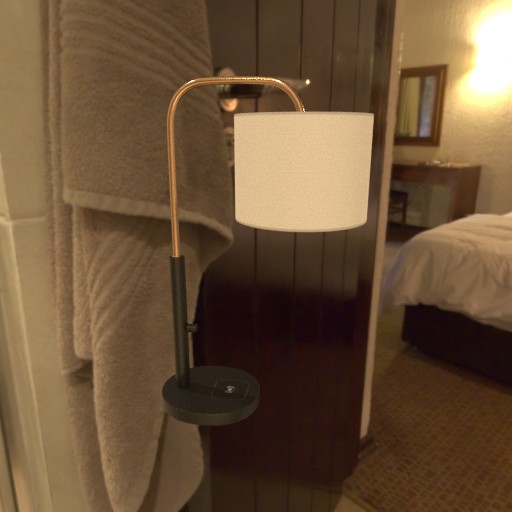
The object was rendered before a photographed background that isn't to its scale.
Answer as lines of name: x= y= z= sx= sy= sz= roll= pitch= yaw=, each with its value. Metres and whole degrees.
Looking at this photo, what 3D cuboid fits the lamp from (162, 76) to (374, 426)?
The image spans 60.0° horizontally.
lamp: x=0.000 y=0.000 z=0.713 sx=0.337 sy=0.540 sz=0.199 roll=3 pitch=16 yaw=9
